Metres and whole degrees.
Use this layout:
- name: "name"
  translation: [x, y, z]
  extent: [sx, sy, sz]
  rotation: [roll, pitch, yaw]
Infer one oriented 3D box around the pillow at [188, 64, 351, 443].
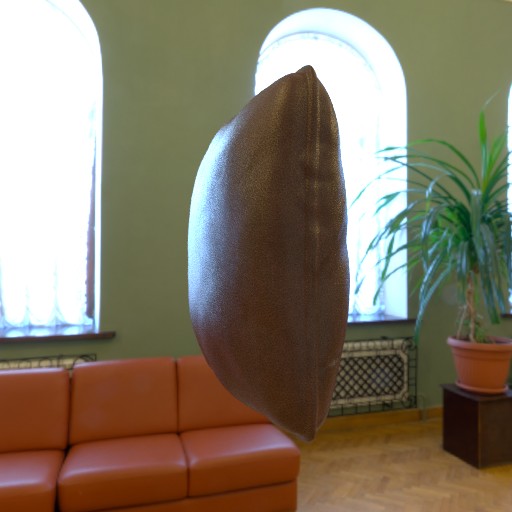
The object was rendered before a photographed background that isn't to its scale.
- name: "pillow"
  translation: [0.000, 0.000, 0.831]
  extent: [0.236, 0.523, 0.532]
  rotation: [0, -1, -18]
